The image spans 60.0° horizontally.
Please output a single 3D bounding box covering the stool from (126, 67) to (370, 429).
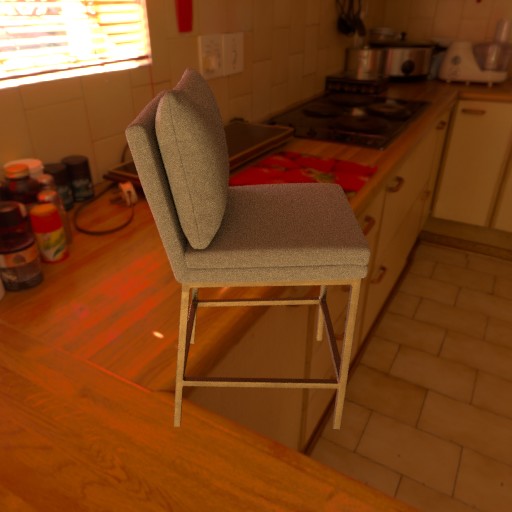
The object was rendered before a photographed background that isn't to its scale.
[{"bbox_3d":[0.000,0.000,1.353,0.569,1.031,0.463,0,30,0],"label":"stool"}]
